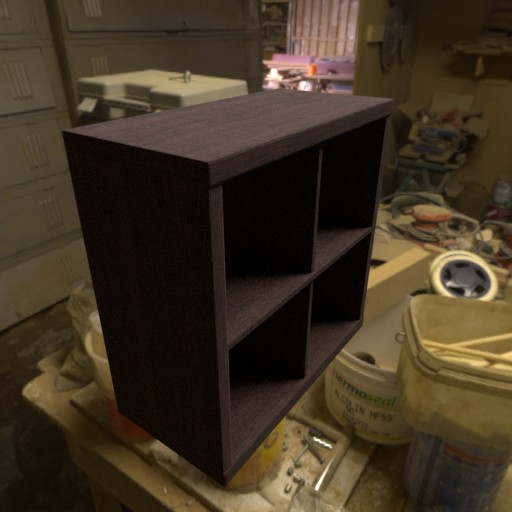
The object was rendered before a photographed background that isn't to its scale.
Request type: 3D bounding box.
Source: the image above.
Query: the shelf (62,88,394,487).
[{"bbox_3d":[0.000,0.000,1.254,0.390,0.786,0.790,19,33,31],"label":"shelf"}]
